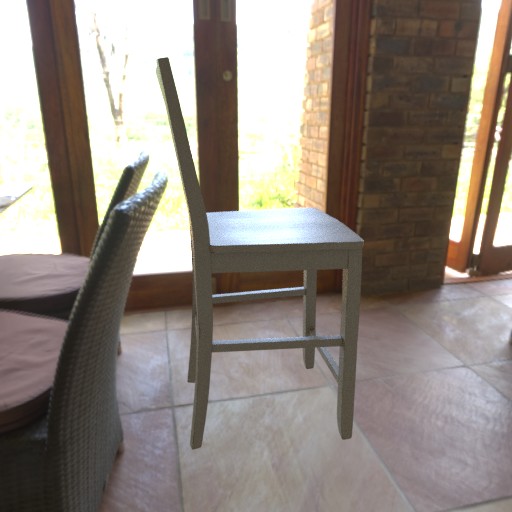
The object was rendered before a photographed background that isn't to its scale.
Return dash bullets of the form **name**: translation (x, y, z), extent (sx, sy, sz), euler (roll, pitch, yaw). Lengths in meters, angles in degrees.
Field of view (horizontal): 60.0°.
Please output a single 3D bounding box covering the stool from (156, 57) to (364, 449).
- **stool**: translation (0.000, 0.000, 1.378), extent (0.539, 1.079, 0.462), euler (-3, 18, -9)
